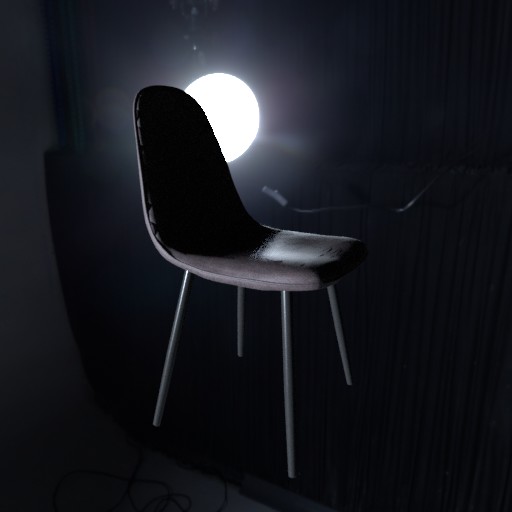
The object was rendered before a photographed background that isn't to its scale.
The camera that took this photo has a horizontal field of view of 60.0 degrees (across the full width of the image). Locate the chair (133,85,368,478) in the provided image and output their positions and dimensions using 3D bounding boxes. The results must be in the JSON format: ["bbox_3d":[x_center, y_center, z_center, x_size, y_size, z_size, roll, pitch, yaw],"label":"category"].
[{"bbox_3d":[0.000,0.000,1.198,0.561,0.889,0.472,8,17,27],"label":"chair"}]
